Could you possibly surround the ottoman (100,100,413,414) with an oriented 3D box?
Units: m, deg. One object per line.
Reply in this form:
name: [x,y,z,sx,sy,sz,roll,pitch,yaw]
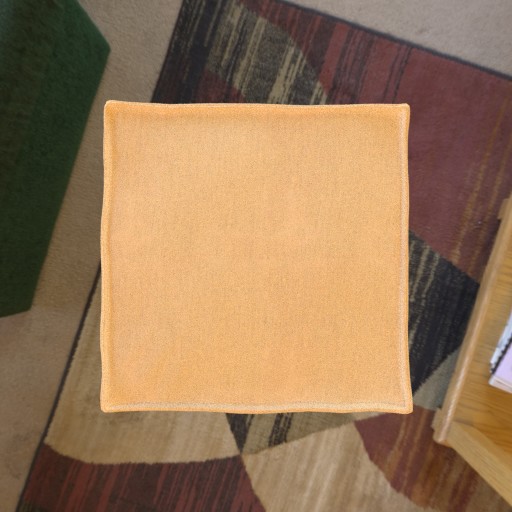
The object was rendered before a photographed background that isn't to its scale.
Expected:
ottoman: [0.000,0.000,1.163,0.696,0.470,0.707,0,90,0]
